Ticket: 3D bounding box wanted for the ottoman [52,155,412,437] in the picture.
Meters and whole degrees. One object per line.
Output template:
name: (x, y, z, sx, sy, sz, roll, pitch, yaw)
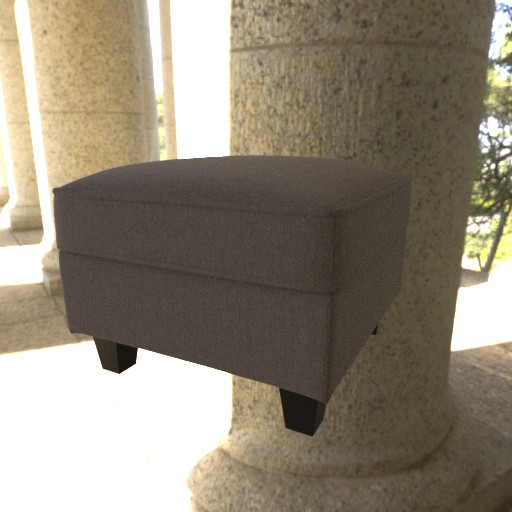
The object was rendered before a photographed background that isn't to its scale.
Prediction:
ottoman: (0.000, 0.000, 1.386, 0.808, 0.612, 0.871, 8, 17, 27)
